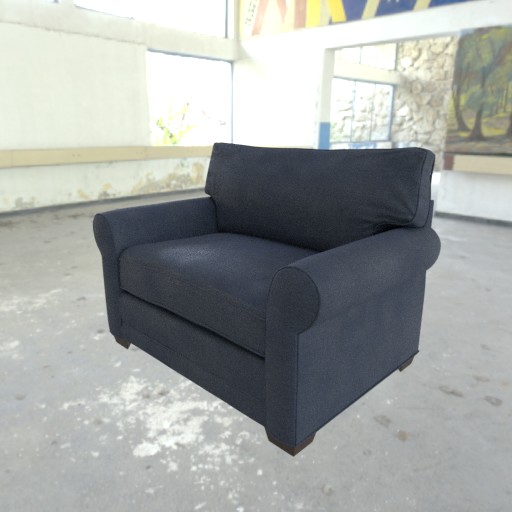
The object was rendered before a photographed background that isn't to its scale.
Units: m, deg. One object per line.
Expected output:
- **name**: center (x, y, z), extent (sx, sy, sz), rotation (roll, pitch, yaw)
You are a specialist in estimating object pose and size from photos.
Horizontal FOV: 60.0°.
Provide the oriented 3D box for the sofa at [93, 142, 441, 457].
- **sofa**: center (0.000, 0.000, 2.065), extent (1.405, 1.004, 0.938), rotation (15, 22, 42)
